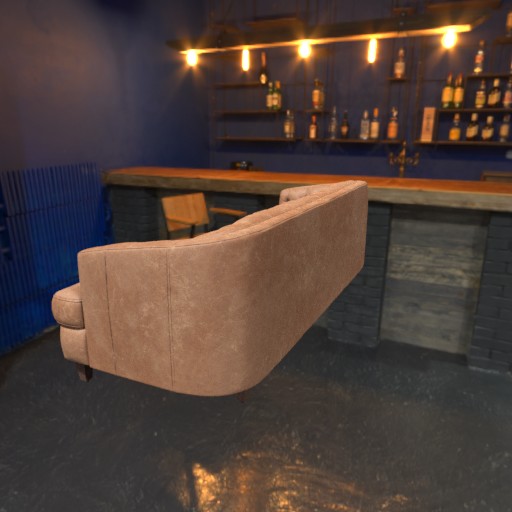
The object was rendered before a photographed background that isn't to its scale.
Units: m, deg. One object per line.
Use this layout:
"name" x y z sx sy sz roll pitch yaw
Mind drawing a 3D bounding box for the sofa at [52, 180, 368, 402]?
"sofa" 0.000 0.000 2.714 0.922 0.791 2.257 8 18 25
